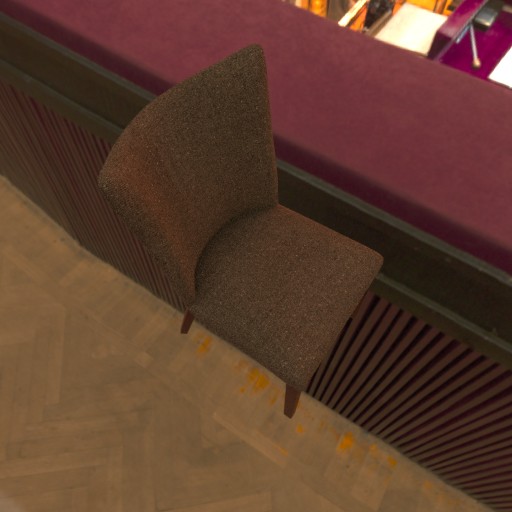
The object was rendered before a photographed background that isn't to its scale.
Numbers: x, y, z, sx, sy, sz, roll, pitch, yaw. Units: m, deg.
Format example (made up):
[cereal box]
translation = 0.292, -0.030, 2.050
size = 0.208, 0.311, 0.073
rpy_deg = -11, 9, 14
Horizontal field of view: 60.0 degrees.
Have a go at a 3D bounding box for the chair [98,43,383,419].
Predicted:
[chair]
translation = 0.000, 0.000, 1.287
size = 0.623, 0.924, 0.535
rpy_deg = 31, 64, 17
